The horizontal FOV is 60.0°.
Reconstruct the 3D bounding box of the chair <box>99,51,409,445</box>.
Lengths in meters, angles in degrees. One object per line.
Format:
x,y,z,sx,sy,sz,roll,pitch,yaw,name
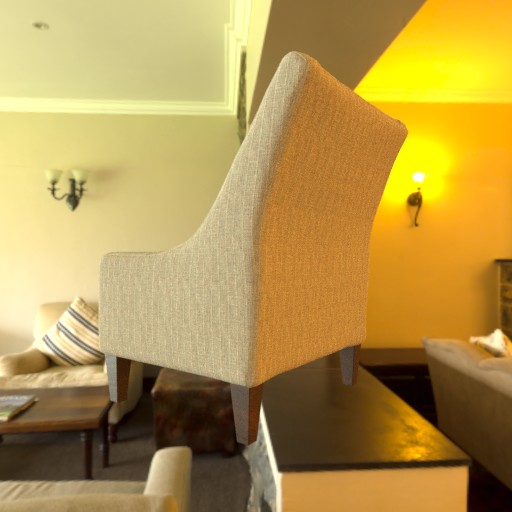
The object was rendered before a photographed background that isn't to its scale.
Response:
0.000,0.000,1.608,0.870,1.014,0.774,0,1,37,chair
